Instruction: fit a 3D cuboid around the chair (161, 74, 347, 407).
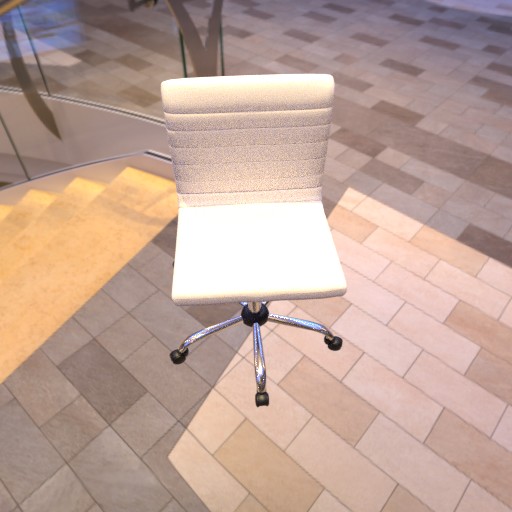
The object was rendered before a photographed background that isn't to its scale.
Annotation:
[{"bbox_3d":[0.000,0.000,1.099,0.520,0.750,0.455,-3,47,-3],"label":"chair"}]
